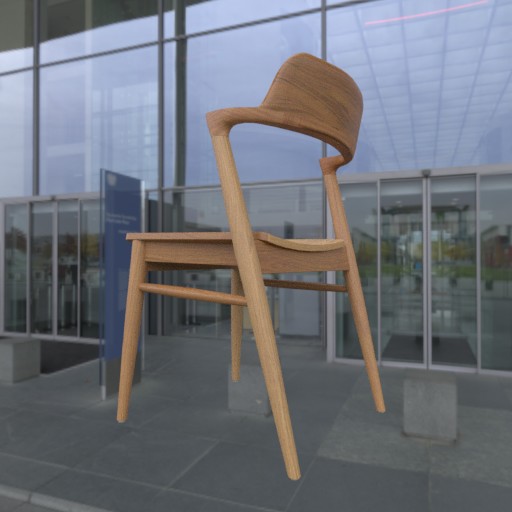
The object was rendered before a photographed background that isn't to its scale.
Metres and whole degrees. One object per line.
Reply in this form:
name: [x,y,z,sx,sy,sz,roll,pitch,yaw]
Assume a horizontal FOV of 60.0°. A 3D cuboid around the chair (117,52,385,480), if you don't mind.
chair: [0.000,0.000,1.100,0.499,0.792,0.512,0,-1,36]
